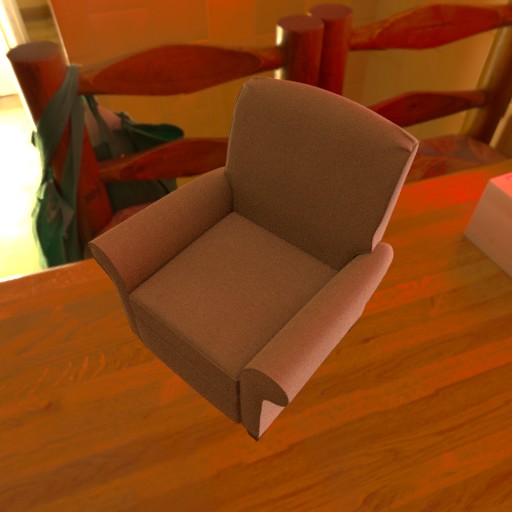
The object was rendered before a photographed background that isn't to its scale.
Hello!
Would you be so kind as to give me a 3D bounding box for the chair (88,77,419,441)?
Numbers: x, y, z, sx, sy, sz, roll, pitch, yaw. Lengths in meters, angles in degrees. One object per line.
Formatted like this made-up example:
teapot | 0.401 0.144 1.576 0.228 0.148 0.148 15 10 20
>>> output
chair | 0.000 0.000 1.783 0.978 1.061 0.905 32 55 26
